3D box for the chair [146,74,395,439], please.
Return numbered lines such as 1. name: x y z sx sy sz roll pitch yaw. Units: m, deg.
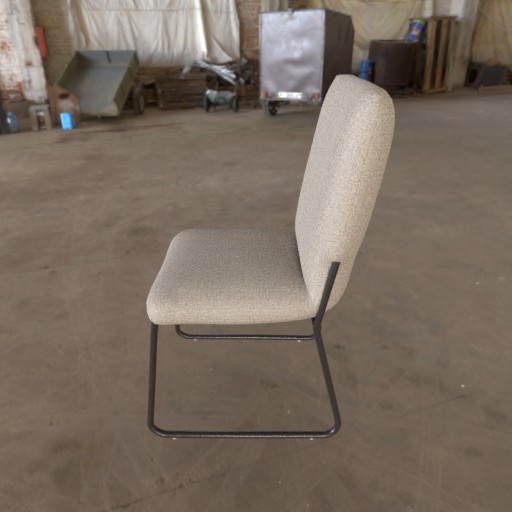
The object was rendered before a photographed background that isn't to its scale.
1. chair: 0.000 0.000 1.166 0.560 0.864 0.448 0 27 0
